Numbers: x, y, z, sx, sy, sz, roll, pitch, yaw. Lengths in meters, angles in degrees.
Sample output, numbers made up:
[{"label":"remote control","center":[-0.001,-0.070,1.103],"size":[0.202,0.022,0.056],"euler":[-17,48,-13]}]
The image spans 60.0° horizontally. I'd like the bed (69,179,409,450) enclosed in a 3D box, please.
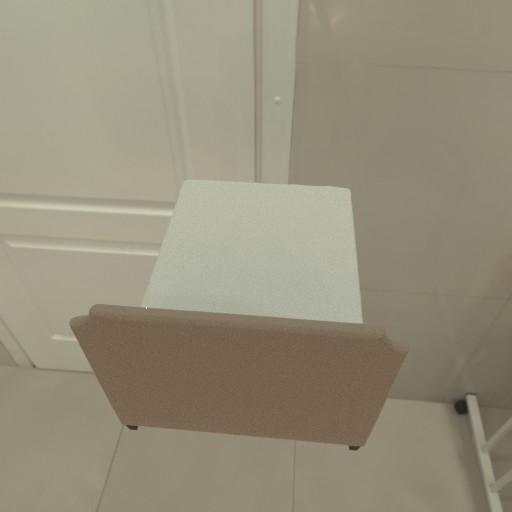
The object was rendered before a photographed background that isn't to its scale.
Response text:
[{"label":"bed","center":[0.000,0.000,3.421],"size":[1.713,1.443,2.372],"euler":[4,46,4]}]
